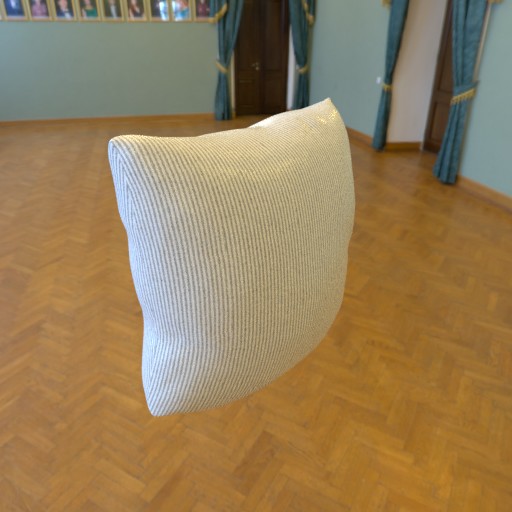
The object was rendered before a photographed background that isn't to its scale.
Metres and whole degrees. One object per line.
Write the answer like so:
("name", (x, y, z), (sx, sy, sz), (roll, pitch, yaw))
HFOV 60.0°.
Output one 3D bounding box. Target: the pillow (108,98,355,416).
("pillow", (0.000, 0.000, 0.696), (0.387, 0.432, 0.310), (-7, 28, -14))
